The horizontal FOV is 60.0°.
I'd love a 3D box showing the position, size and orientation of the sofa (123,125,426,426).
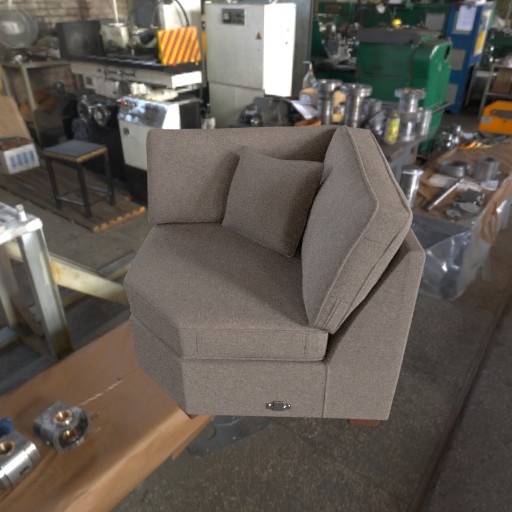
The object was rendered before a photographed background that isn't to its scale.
[{"bbox_3d":[0.000,0.000,1.889,1.050,0.951,1.042,2,30,3],"label":"sofa"}]
